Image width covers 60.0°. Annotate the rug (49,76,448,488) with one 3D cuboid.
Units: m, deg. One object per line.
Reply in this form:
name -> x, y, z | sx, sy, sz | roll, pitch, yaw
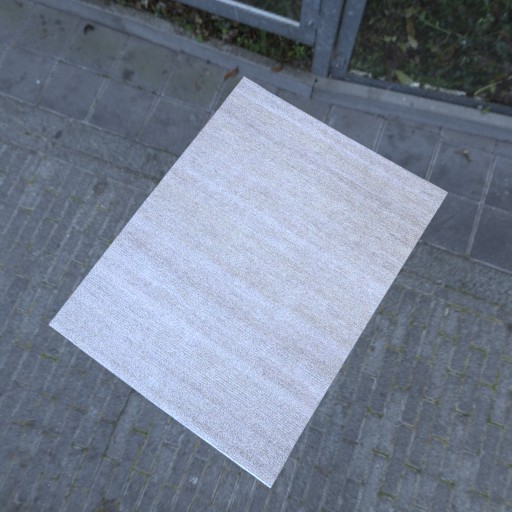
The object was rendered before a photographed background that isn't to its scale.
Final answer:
rug -> 0.000, 0.000, 4.263 | 2.467, 0.046, 3.245 | 33, 77, 8
